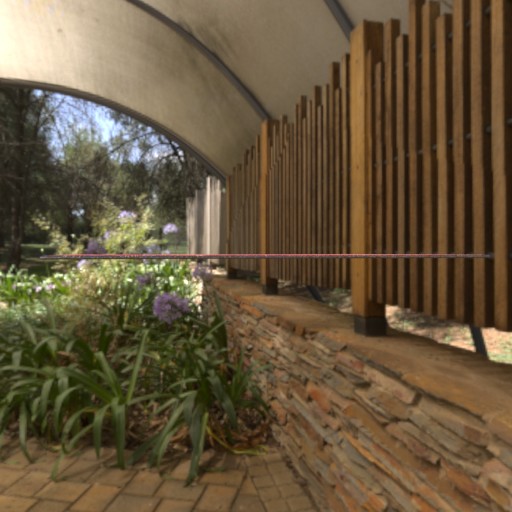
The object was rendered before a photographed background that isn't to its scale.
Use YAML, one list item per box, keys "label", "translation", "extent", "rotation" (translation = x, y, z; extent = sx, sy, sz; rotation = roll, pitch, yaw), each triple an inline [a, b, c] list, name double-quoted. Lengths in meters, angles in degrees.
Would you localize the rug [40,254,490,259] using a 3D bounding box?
- label: "rug"
  translation: [0.000, 0.000, 2.978]
  extent: [2.449, 0.018, 1.539]
  rotation: [0, 0, -19]
